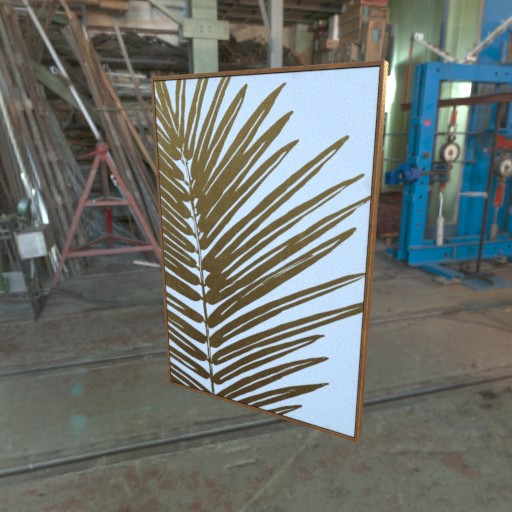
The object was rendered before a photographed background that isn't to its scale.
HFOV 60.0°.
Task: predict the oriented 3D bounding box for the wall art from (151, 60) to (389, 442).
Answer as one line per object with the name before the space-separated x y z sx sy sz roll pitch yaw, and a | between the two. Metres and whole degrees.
wall art | 0.000 0.000 1.174 0.610 0.914 0.037 8 17 26
